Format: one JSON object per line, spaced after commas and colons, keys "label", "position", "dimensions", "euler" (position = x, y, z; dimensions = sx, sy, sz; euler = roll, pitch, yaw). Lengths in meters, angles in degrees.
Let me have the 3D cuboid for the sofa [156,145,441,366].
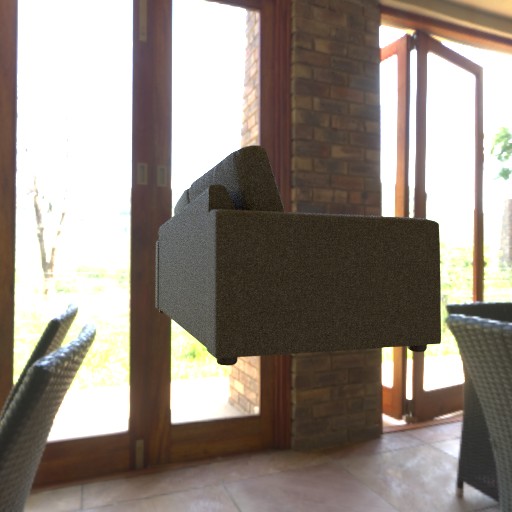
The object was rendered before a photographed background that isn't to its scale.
{"label": "sofa", "position": [0.000, 0.000, 2.756], "dimensions": [1.016, 0.873, 2.179], "euler": [1, -2, -18]}
